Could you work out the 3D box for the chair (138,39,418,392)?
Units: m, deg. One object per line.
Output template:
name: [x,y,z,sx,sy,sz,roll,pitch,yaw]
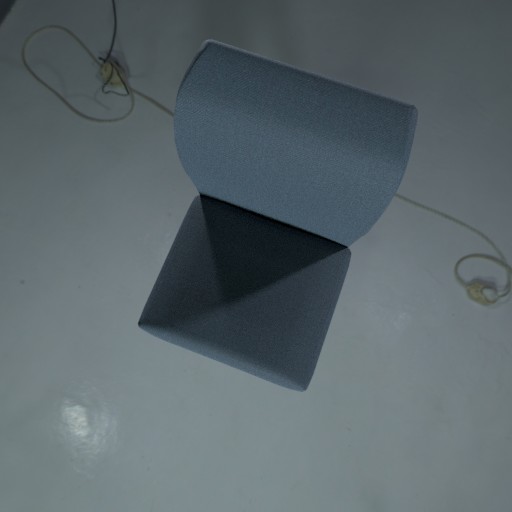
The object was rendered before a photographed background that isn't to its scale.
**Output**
chair: [0.000,0.000,1.179,0.513,0.804,0.592,19,77,5]
